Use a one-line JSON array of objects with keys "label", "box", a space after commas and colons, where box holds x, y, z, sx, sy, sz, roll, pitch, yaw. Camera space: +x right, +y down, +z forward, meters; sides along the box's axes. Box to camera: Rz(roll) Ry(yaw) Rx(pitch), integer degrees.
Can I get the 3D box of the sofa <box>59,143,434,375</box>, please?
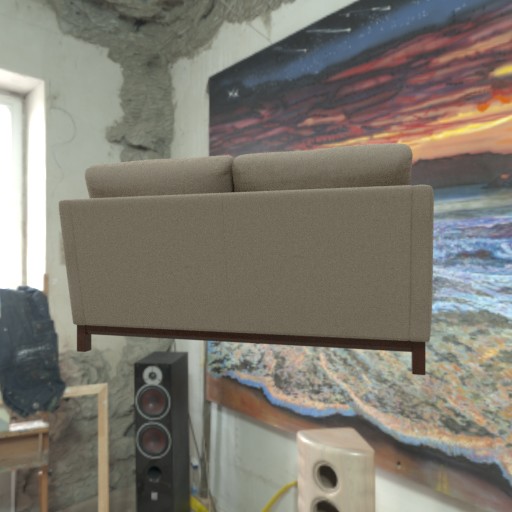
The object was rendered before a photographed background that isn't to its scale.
[{"label": "sofa", "box": [0.000, 0.000, 2.265, 1.619, 0.910, 1.004, 0, 0, 16]}]
